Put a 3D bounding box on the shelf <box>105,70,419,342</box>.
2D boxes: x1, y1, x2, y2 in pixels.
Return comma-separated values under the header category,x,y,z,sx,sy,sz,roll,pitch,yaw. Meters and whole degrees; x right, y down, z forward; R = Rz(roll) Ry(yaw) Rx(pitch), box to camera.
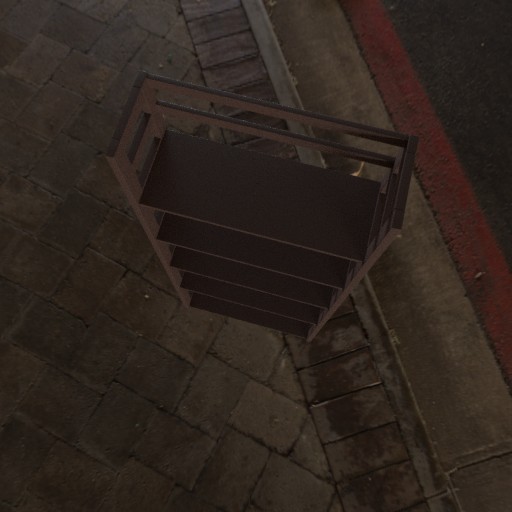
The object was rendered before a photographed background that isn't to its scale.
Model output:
category,x,y,z,sx,sy,sz,roll,pitch,yaw
shelf,0.000,0.000,1.880,0.763,1.600,0.403,15,75,4
